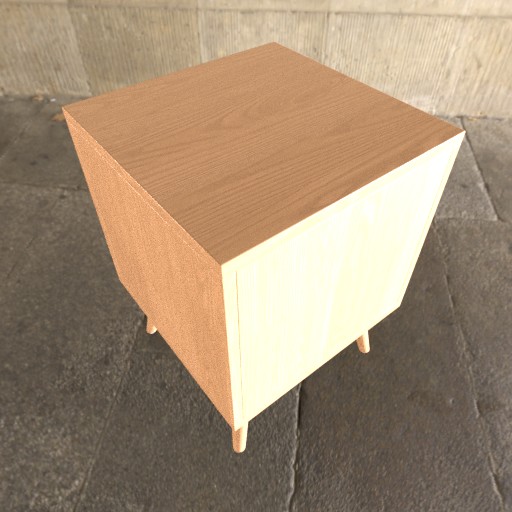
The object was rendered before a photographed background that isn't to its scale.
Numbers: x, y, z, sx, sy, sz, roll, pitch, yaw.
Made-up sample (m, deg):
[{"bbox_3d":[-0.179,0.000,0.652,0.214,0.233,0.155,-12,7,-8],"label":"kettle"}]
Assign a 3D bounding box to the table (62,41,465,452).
[{"bbox_3d":[0.000,0.000,0.813,0.400,0.550,0.400,-29,53,-26],"label":"table"}]
